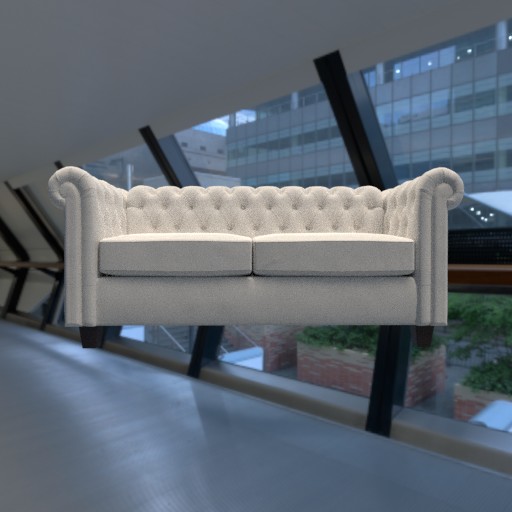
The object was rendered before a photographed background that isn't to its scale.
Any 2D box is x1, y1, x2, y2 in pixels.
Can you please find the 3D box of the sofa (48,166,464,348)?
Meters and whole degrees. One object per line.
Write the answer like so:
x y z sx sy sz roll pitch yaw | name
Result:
0.000 0.000 2.266 1.798 0.796 0.771 0 1 -1 | sofa
